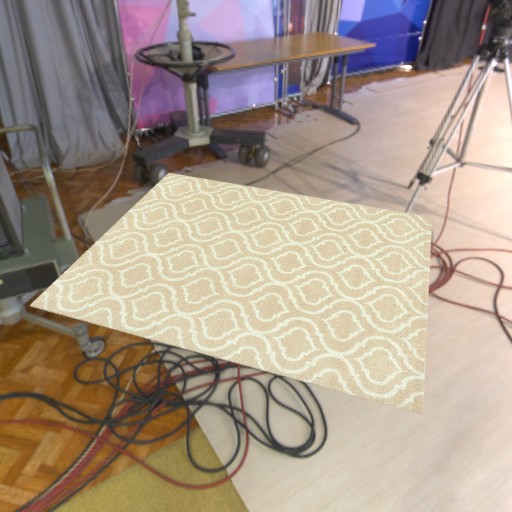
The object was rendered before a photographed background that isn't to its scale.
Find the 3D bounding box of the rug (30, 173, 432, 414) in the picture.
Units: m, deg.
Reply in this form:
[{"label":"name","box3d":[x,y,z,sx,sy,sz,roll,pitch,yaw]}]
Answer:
[{"label":"rug","box3d":[0.000,0.000,3.887,2.894,0.013,2.286,12,40,15]}]
